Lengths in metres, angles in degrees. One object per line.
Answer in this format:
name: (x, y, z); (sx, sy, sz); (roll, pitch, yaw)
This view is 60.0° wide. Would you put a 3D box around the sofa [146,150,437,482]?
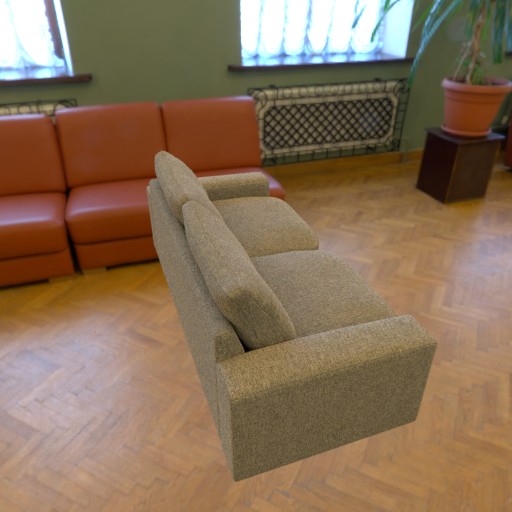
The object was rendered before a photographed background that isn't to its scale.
sofa: (0.000, 0.000, 2.825); (1.040, 0.922, 2.299); (-11, 33, -17)
